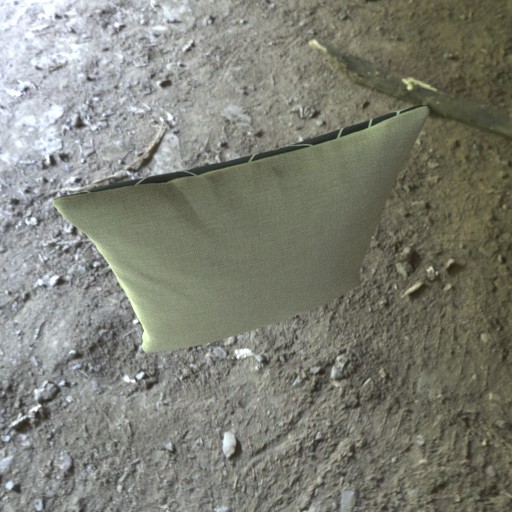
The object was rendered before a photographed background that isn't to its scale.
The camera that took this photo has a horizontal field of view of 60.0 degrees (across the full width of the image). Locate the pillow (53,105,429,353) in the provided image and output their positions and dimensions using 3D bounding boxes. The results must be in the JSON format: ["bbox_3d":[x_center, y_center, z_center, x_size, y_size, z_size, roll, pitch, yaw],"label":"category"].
[{"bbox_3d":[0.000,0.000,0.787,0.517,0.508,0.158,-16,59,-10],"label":"pillow"}]
